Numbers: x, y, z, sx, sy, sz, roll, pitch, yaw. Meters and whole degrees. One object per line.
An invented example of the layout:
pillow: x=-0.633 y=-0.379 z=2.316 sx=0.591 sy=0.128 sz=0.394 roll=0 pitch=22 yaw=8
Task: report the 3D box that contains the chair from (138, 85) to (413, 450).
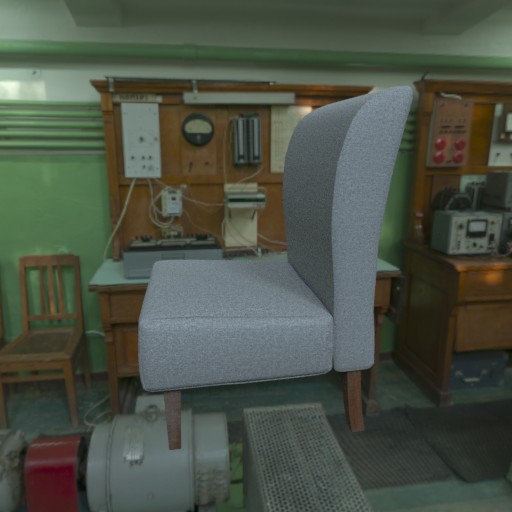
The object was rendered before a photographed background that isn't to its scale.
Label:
chair: x=0.000 y=0.000 z=1.166 sx=0.592 sy=0.804 sz=0.513 roll=-3 pitch=15 yaw=-10
